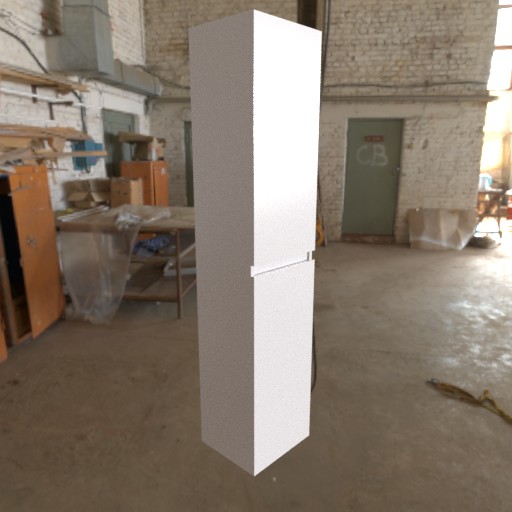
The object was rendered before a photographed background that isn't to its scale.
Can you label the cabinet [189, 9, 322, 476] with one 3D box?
[{"bbox_3d":[0.000,0.000,1.497,0.269,1.400,0.300,12,18,42],"label":"cabinet"}]
